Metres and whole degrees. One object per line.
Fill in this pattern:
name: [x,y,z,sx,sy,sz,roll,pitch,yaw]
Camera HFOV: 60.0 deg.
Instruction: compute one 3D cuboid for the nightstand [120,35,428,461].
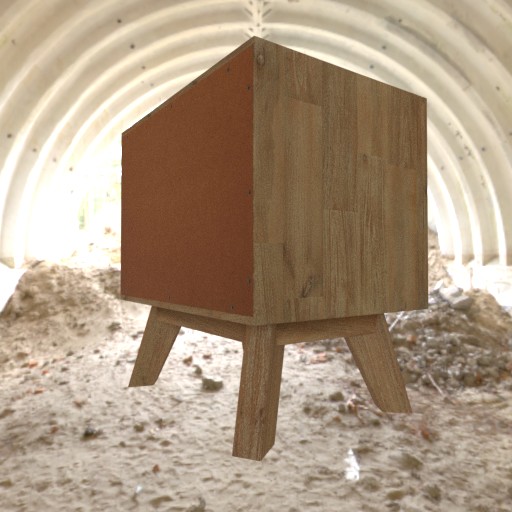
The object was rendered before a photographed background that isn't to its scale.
nightstand: [0.000,0.000,0.938,0.396,0.589,0.552,1,-1,-35]
